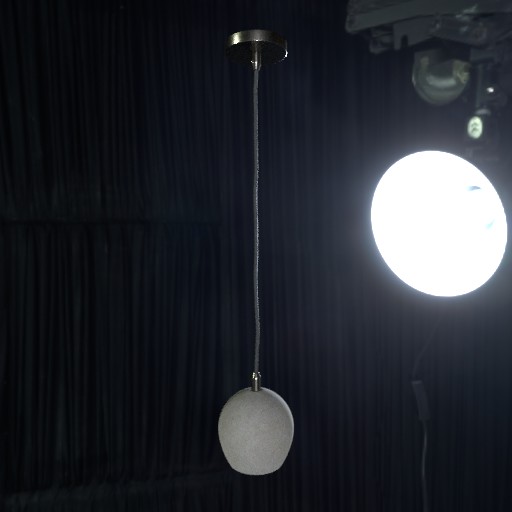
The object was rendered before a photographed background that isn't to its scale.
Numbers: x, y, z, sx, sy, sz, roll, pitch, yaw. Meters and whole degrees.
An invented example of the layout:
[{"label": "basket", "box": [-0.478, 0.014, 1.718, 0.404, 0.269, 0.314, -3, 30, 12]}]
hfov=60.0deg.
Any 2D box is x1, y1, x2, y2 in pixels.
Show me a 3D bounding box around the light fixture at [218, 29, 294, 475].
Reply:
[{"label": "light fixture", "box": [0.000, 0.000, 0.811, 0.139, 0.764, 0.139, -1, 2, -17]}]
